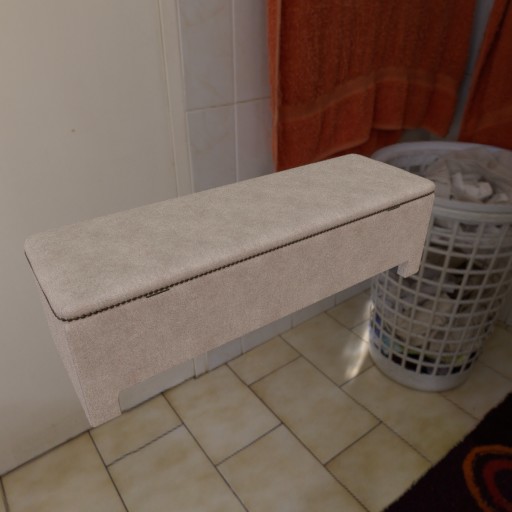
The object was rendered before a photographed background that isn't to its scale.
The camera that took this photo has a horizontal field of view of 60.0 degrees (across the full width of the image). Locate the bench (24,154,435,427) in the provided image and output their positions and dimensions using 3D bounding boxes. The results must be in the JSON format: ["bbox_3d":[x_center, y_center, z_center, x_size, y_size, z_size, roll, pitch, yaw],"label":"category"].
[{"bbox_3d":[0.000,0.000,1.686,1.482,0.447,0.470,-20,36,-29],"label":"bench"}]
